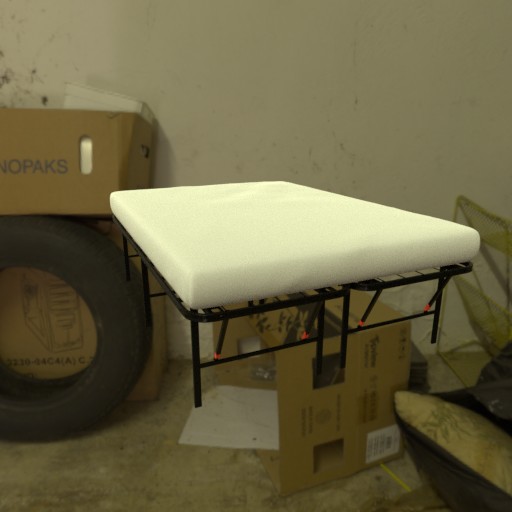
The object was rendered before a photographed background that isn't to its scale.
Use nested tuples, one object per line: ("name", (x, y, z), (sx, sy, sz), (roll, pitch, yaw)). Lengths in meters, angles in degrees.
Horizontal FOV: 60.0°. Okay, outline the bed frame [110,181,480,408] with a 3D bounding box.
("bed frame", (0.000, 0.000, 2.590), (1.372, 0.637, 1.905), (-8, 18, -24))
